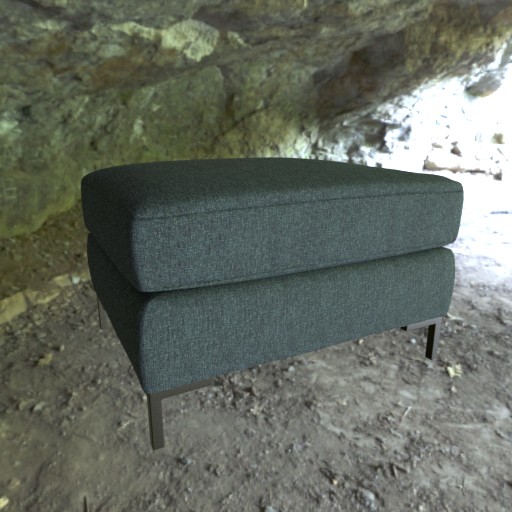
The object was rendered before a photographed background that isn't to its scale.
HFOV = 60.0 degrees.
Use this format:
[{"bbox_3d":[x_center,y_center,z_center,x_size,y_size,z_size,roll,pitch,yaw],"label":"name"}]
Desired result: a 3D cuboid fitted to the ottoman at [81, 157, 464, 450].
[{"bbox_3d":[0.000,0.000,1.252,0.831,0.533,0.695,-8,18,-27],"label":"ottoman"}]
